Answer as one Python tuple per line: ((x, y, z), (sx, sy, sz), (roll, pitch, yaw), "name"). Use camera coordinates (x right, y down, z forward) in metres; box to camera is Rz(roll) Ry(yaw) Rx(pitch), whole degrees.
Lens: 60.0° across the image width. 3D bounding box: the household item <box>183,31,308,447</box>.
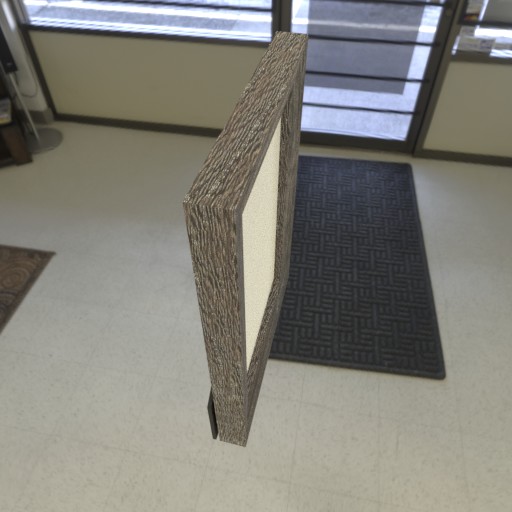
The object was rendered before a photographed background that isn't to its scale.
((0.000, 0.000, 0.236), (0.020, 0.180, 0.133), (10, 48, 9), "household item")
